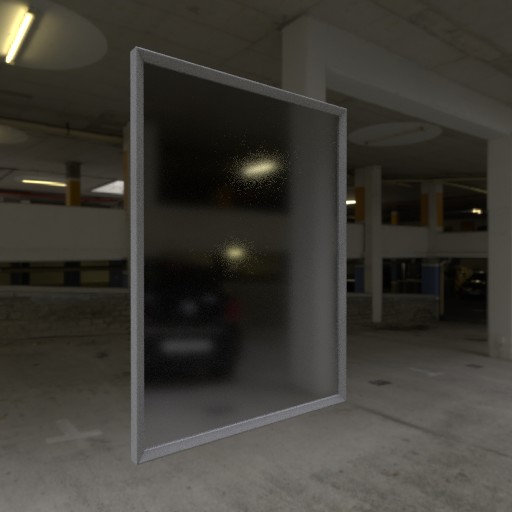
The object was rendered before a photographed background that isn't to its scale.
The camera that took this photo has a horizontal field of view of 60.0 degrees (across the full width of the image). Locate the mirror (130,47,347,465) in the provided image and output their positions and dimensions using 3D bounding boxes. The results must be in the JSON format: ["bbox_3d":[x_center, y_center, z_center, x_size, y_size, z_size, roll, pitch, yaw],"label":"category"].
[{"bbox_3d":[0.000,0.000,1.323,0.762,1.016,0.041,0,0,-38],"label":"mirror"}]
